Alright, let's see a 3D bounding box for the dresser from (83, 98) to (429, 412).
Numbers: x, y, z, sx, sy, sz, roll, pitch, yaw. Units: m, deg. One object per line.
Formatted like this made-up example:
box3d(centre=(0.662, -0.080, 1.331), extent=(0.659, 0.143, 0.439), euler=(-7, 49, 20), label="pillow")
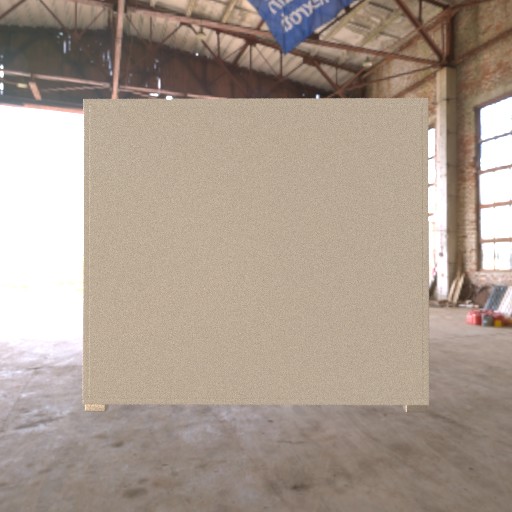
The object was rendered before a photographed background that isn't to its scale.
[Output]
box3d(centre=(0.000, 0.000, 1.636), extent=(1.100, 1.000, 0.460), euler=(0, 0, 0), label="dresser")
